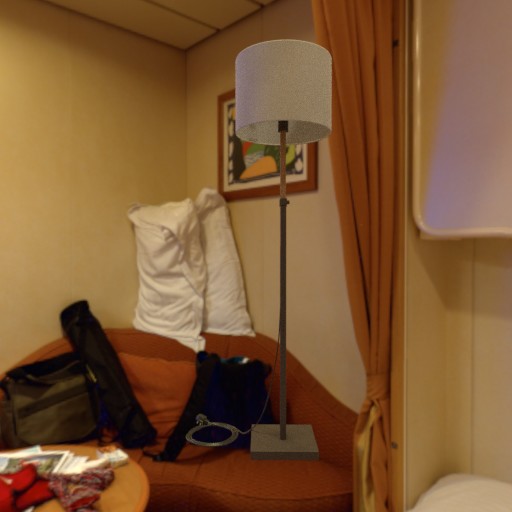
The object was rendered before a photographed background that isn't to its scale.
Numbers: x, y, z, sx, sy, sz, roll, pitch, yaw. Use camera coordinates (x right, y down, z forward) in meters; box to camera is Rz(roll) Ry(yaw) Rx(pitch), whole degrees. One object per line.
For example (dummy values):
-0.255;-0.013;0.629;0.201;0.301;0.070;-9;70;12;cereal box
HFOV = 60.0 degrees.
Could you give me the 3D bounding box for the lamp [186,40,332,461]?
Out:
0.000;0.000;1.931;0.639;1.650;0.474;0;1;1;lamp
